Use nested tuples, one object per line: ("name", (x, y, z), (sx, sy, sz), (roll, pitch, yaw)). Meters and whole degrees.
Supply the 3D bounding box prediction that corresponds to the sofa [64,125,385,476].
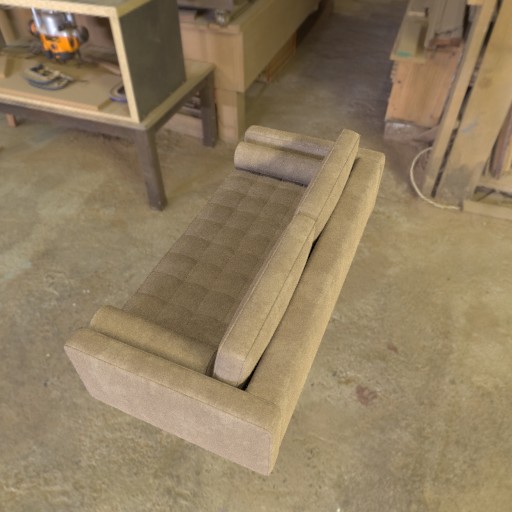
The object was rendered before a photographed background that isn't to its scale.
("sofa", (0.000, 0.000, 2.333), (0.920, 0.769, 1.883), (17, 48, 16))
